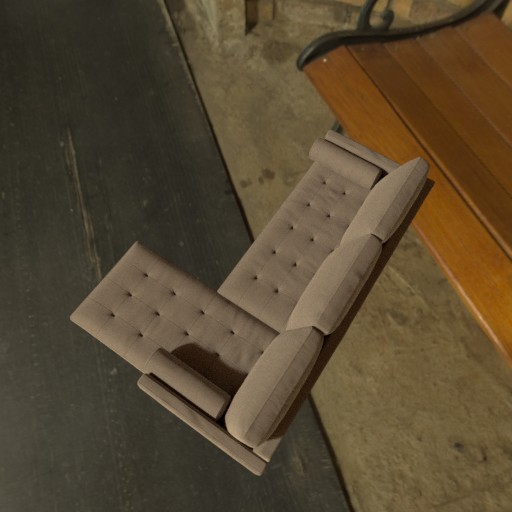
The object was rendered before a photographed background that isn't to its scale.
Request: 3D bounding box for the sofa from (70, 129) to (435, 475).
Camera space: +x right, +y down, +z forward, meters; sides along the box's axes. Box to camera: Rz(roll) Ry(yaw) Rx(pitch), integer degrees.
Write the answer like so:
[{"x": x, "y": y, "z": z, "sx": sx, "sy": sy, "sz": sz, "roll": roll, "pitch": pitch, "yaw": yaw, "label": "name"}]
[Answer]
[{"x": 0.000, "y": 0.000, "z": 2.959, "sx": 1.506, "sy": 0.875, "sz": 2.178, "roll": 31, "pitch": 69, "yaw": 14, "label": "sofa"}]
